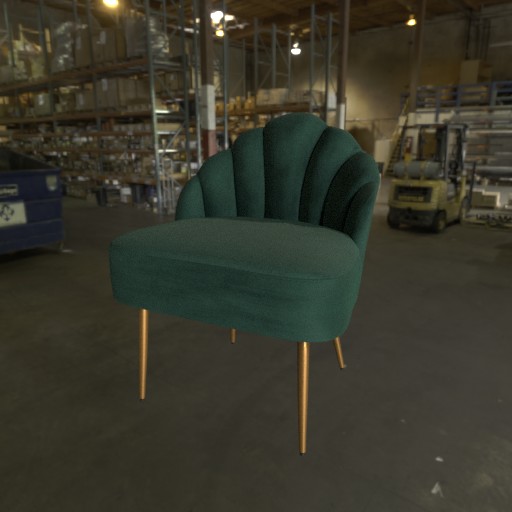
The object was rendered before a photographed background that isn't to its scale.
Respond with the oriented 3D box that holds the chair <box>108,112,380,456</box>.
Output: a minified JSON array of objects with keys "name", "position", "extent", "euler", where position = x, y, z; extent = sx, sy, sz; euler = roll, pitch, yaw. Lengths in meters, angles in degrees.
[{"name":"chair","position":[0.000,0.000,1.275],"extent":[0.657,0.819,0.599],"euler":[7,16,27]}]
